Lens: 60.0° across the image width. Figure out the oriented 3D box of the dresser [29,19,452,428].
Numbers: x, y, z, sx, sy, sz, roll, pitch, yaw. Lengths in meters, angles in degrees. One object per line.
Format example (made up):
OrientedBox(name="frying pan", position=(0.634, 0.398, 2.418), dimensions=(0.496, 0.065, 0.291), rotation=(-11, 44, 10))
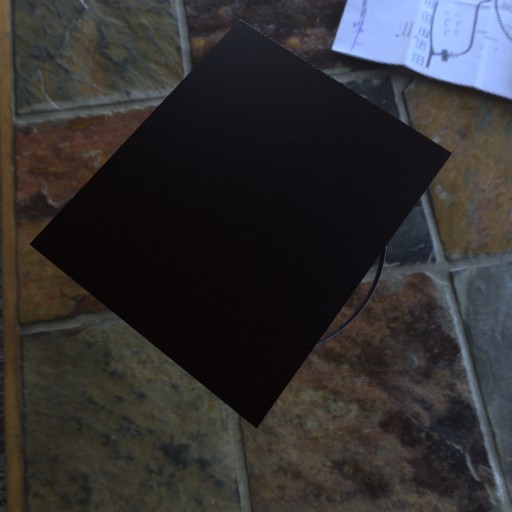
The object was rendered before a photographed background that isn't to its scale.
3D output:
OrientedBox(name="dresser", position=(0.000, 0.000, 0.756), dimensions=(0.360, 0.470, 0.400), rotation=(36, 78, 9))
